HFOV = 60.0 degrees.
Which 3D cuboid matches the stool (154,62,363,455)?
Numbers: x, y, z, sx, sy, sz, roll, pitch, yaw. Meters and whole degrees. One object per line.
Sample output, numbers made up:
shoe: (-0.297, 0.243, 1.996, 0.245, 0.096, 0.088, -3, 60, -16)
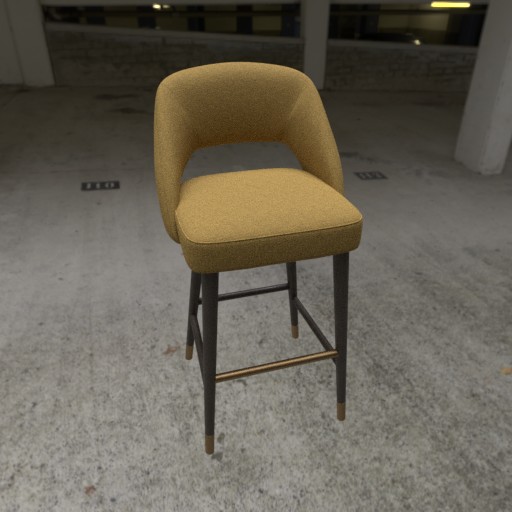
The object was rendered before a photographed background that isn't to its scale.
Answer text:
stool: (0.000, 0.000, 1.348, 0.536, 1.032, 0.522, -8, 32, -14)
